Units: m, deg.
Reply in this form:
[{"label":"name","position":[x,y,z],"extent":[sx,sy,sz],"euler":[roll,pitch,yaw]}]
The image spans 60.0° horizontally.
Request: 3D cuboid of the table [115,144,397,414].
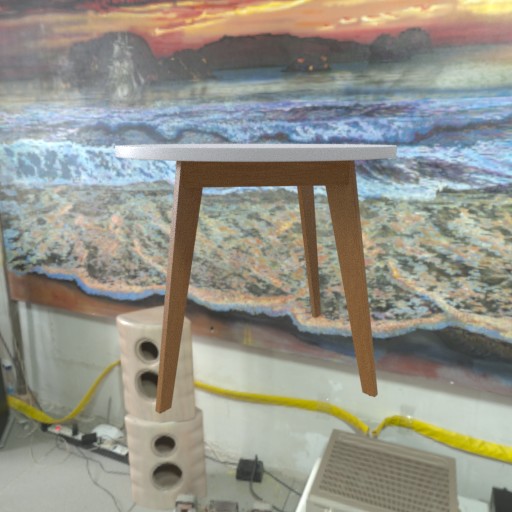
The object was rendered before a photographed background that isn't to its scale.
[{"label":"table","position":[0.000,0.000,1.569],"extent":[0.896,0.762,0.896],"euler":[0,15,0]}]
